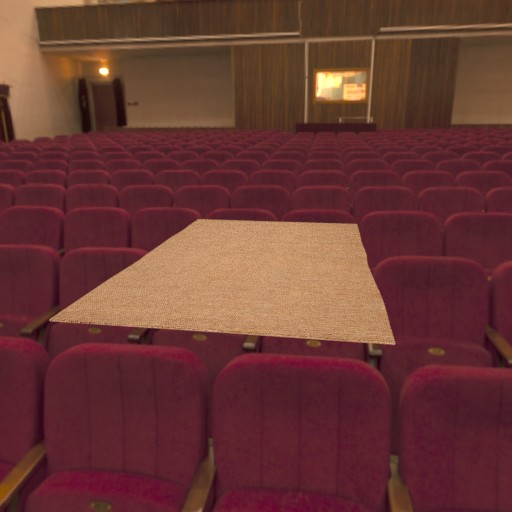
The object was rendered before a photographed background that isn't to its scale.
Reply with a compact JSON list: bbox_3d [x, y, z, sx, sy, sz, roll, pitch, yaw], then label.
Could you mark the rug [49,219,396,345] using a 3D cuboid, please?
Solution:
[{"bbox_3d":[0.000,0.000,3.059,1.533,0.011,2.439,2,16,8],"label":"rug"}]
